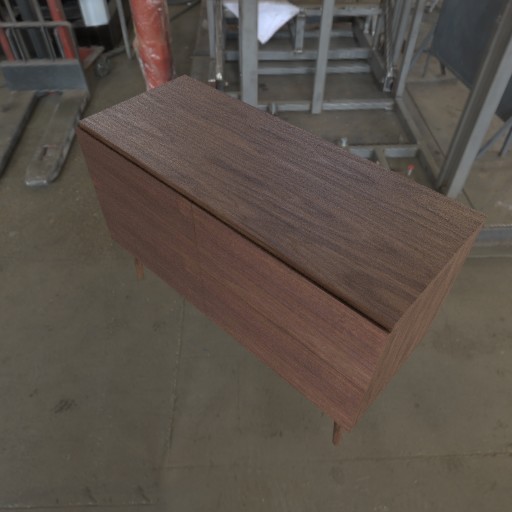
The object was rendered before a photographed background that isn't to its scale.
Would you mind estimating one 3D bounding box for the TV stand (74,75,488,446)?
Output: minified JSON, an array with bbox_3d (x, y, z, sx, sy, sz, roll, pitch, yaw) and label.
[{"bbox_3d":[0.000,0.000,1.326,0.990,0.660,0.405,34,56,28],"label":"TV stand"}]
